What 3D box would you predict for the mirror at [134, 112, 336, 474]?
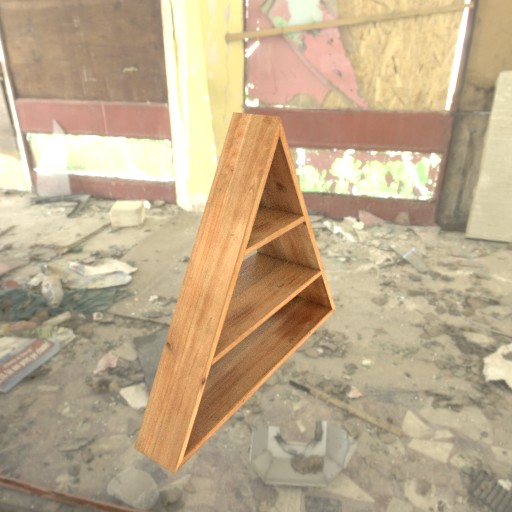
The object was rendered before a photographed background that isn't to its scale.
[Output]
[{"bbox_3d":[0.000,0.000,0.892,0.100,0.548,0.631,16,30,31],"label":"mirror"}]
